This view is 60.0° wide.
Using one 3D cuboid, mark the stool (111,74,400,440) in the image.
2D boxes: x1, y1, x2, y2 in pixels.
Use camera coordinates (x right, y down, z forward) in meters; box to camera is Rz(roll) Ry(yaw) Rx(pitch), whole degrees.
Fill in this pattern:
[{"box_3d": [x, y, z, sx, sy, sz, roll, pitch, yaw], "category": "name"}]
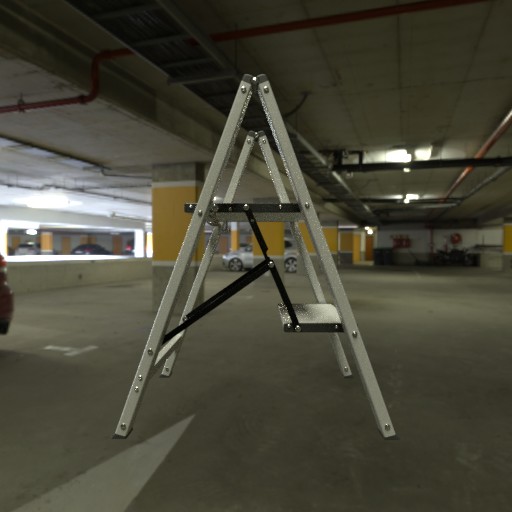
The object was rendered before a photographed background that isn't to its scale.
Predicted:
[{"box_3d": [0.000, 0.000, 1.029, 0.535, 0.670, 0.440, 0, 1, 0], "category": "stool"}]
